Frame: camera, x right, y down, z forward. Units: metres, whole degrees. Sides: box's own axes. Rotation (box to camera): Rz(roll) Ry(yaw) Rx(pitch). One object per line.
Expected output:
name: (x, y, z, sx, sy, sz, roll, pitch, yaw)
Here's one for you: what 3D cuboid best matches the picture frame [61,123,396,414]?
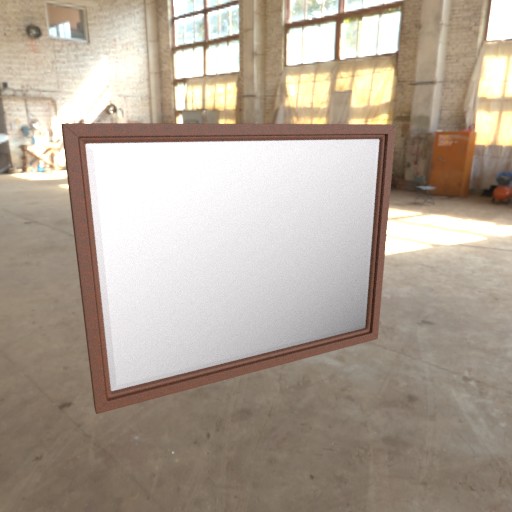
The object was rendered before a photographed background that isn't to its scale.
picture frame: (0.000, 0.000, 1.781, 1.329, 1.018, 0.045, -8, 18, -26)
